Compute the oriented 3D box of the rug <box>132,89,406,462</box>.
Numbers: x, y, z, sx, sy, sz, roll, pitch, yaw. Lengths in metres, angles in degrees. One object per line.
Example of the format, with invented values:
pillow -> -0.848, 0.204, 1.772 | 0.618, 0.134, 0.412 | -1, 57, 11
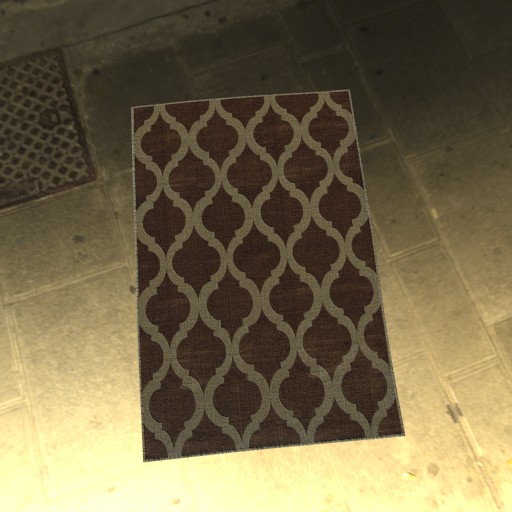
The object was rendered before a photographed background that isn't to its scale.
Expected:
rug -> 0.000, 0.000, 2.801 | 1.522, 0.008, 2.284 | -5, 76, -1
